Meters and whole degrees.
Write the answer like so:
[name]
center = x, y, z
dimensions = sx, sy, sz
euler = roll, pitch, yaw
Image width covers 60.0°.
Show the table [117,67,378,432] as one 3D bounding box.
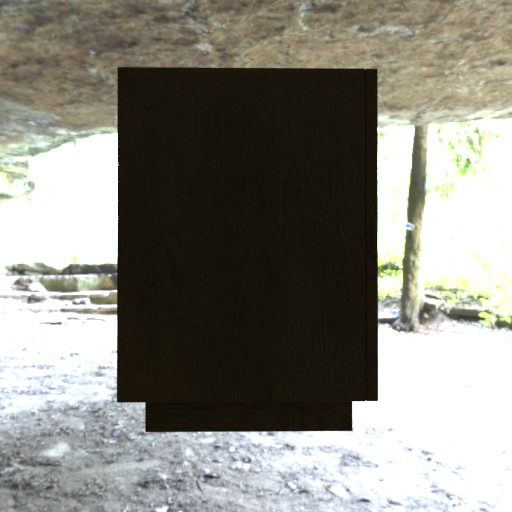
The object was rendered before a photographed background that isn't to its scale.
[table]
center = 0.000, 0.000, 0.969
dimensions = 0.439, 0.585, 0.560
euler = 0, 0, -1
